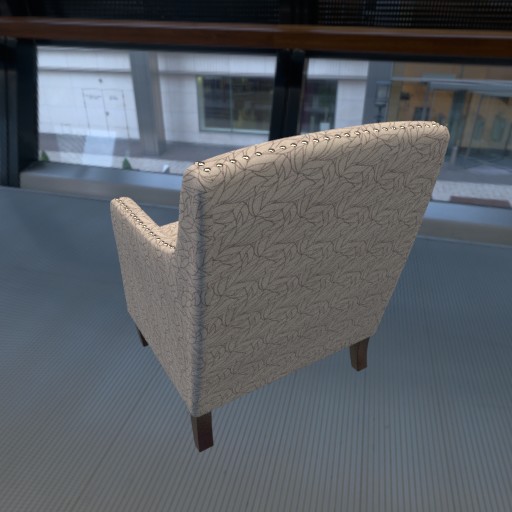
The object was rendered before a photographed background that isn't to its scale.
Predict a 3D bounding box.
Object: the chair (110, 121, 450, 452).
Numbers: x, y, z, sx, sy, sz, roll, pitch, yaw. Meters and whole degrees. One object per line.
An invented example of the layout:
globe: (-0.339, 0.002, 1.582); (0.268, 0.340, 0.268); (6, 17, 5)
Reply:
chair: (0.000, 0.000, 1.256); (0.623, 0.816, 0.651); (-17, 33, -28)
